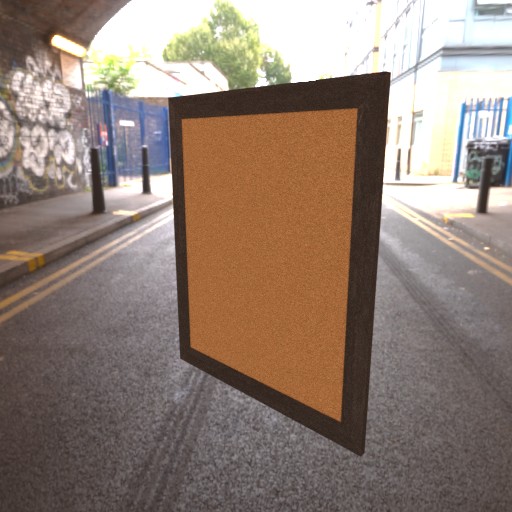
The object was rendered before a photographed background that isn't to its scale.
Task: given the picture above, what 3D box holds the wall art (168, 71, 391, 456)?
[{"bbox_3d":[0.000,0.000,0.798,0.476,0.570,0.013,13,19,42],"label":"wall art"}]
